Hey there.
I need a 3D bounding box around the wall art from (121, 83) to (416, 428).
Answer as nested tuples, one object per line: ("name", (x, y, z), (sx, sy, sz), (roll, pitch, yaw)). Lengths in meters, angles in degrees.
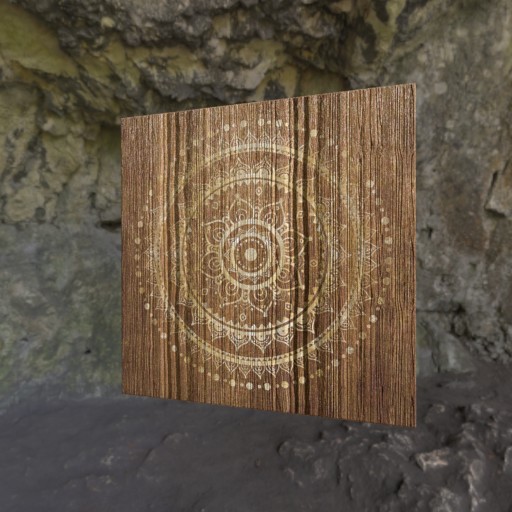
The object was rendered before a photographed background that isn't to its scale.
("wall art", (0.000, 0.000, 0.598), (0.406, 0.403, 0.039), (0, 0, 19))
